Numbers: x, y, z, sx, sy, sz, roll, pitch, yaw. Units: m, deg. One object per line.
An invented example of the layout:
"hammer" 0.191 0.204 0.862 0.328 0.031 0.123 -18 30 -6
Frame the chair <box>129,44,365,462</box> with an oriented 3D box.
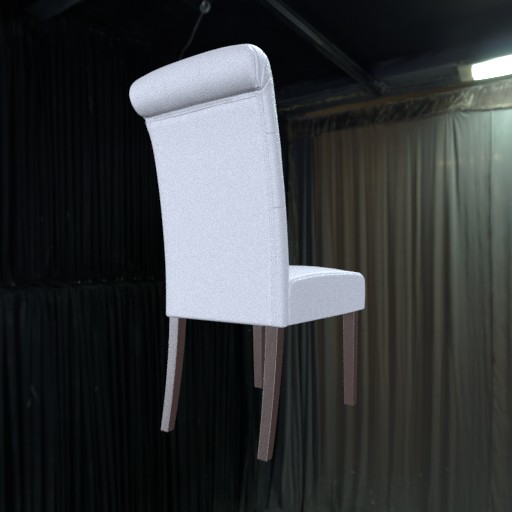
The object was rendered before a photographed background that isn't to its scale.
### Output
"chair" 0.000 0.000 1.369 0.456 1.006 0.671 0 -1 34
